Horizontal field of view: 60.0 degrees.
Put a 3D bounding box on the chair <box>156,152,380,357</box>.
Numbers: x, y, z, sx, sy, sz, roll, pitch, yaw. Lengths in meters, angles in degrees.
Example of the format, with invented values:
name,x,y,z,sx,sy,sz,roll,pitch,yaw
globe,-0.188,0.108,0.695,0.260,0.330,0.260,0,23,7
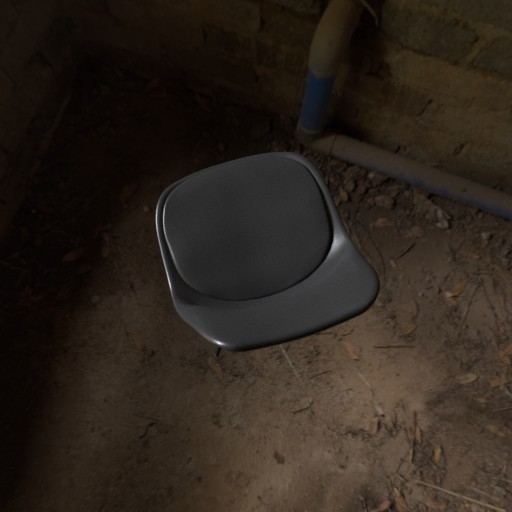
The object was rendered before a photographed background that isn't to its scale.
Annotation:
name,x,y,z,sx,sy,sz,roll,pitch,yaw
chair,0.000,0.000,1.181,0.461,0.850,0.525,-17,75,-5
